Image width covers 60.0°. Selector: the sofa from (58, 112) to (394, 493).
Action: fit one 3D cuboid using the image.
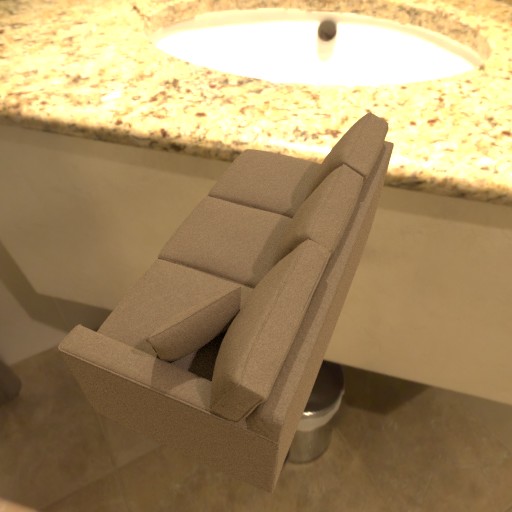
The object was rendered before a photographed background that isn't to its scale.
[{"bbox_3d":[0.000,0.000,2.458,1.034,0.946,1.963,17,48,16],"label":"sofa"}]
